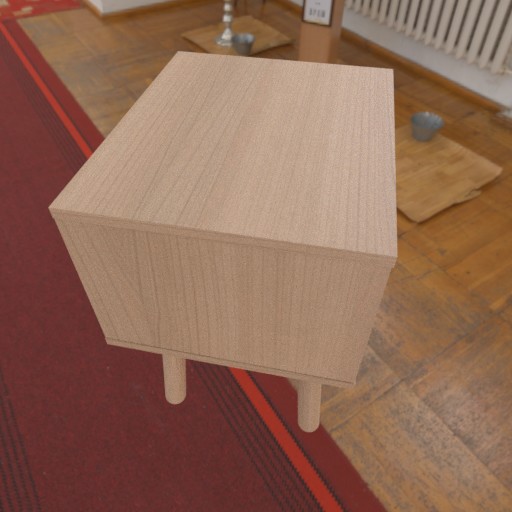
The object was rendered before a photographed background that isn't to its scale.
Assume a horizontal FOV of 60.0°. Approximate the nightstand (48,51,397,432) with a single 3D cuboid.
[{"bbox_3d":[0.000,0.000,0.811,0.380,0.530,0.450,8,46,8],"label":"nightstand"}]
